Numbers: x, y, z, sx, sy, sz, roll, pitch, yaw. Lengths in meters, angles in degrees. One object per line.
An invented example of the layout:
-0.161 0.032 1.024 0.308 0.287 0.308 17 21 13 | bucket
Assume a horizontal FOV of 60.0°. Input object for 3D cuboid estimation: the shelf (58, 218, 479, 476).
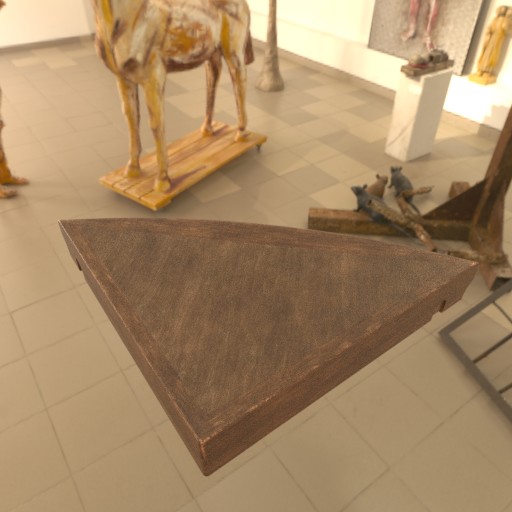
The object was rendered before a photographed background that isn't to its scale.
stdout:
0.000 0.000 0.463 0.310 0.050 0.310 -25 46 -27 | shelf
